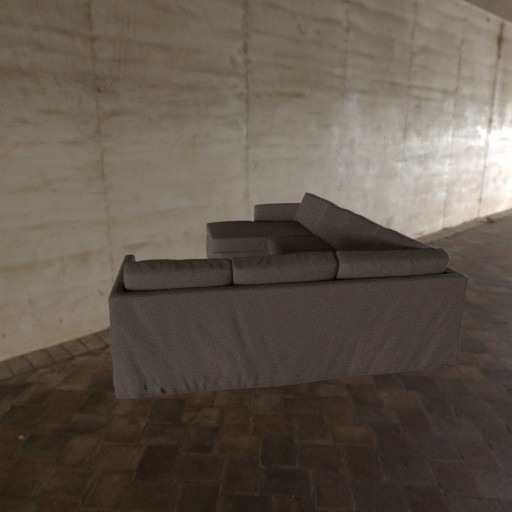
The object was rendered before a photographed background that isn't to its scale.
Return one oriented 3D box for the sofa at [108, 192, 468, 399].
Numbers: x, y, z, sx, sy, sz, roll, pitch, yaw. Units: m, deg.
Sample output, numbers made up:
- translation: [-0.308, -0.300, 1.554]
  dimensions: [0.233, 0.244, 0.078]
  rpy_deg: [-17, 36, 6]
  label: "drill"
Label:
- translation: [0.000, 0.000, 4.570]
  dimensions: [2.476, 0.878, 3.528]
  rpy_deg: [-3, 16, -10]
  label: "sofa"
